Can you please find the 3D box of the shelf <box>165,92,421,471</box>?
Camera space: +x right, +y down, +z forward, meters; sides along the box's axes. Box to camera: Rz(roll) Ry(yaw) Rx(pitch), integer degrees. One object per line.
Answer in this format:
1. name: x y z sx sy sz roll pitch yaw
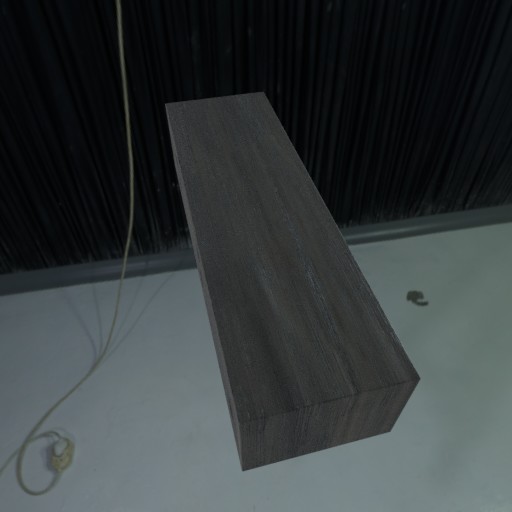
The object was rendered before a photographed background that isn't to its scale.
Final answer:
1. shelf: 0.000 0.000 1.513 0.400 0.495 1.300 -11 48 -10
